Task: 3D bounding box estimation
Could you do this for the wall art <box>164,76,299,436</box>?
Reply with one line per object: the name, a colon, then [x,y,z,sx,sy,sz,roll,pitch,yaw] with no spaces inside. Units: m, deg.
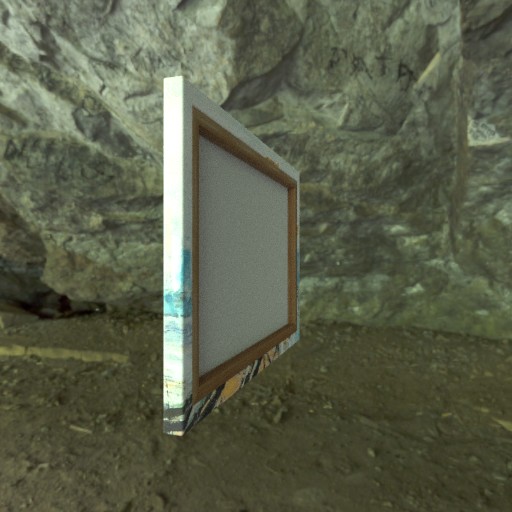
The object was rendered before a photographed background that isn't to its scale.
wall art: [0.000,0.000,1.185,0.038,0.609,0.913,0,0,18]
